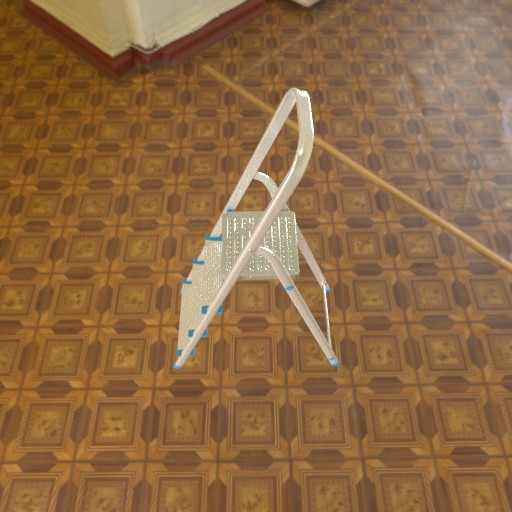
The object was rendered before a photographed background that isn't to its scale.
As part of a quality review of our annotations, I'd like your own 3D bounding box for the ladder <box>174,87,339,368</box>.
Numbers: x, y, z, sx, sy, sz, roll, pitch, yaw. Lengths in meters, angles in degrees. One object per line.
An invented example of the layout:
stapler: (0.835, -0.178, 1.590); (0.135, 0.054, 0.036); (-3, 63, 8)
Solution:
ladder: (0.000, 0.000, 1.759); (0.842, 1.434, 0.445); (-1, 58, -1)
